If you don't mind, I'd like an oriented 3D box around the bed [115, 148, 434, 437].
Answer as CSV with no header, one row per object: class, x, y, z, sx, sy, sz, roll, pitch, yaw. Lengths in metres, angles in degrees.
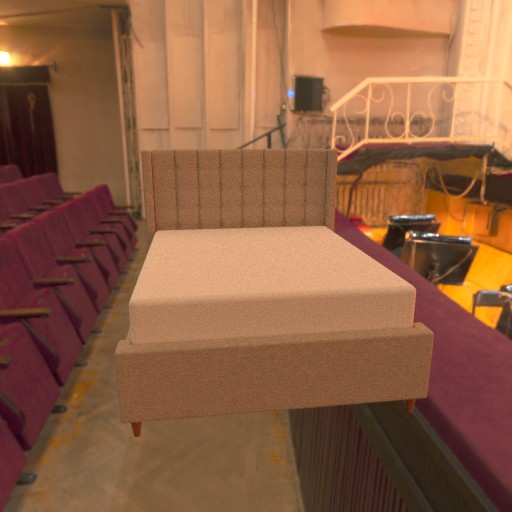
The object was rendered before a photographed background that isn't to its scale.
bed,0.000,0.000,3.841,2.045,1.743,2.370,-2,15,-8
